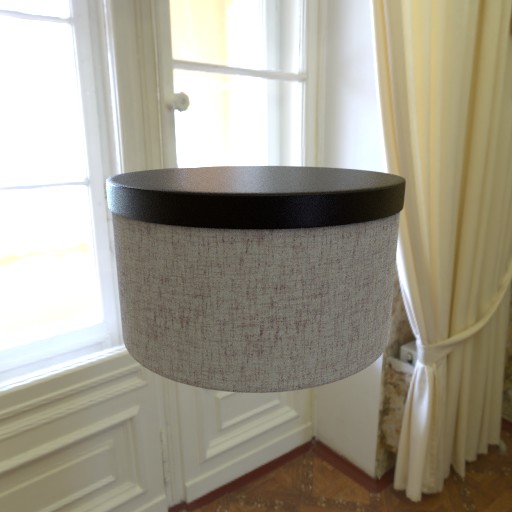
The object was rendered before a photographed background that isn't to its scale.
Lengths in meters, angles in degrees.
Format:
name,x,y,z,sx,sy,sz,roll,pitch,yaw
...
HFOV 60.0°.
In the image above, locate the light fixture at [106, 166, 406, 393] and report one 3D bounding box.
name,x,y,z,sx,sy,sz,roll,pitch,yaw
light fixture,0.000,0.000,0.635,0.389,0.229,0.389,0,15,0
